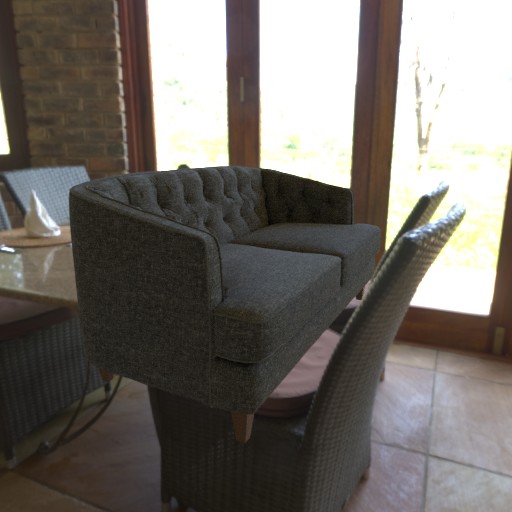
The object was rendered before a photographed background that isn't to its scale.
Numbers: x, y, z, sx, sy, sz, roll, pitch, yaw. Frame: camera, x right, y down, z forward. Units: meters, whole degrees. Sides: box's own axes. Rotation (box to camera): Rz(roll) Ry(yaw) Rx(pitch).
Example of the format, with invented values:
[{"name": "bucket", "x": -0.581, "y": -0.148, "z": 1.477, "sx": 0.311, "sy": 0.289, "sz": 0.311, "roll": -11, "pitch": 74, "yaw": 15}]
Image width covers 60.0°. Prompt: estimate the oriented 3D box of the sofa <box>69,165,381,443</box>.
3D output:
[{"name": "sofa", "x": 0.000, "y": 0.000, "z": 2.252, "sx": 0.941, "sy": 0.855, "sz": 1.733, "roll": 7, "pitch": 16, "yaw": 26}]
